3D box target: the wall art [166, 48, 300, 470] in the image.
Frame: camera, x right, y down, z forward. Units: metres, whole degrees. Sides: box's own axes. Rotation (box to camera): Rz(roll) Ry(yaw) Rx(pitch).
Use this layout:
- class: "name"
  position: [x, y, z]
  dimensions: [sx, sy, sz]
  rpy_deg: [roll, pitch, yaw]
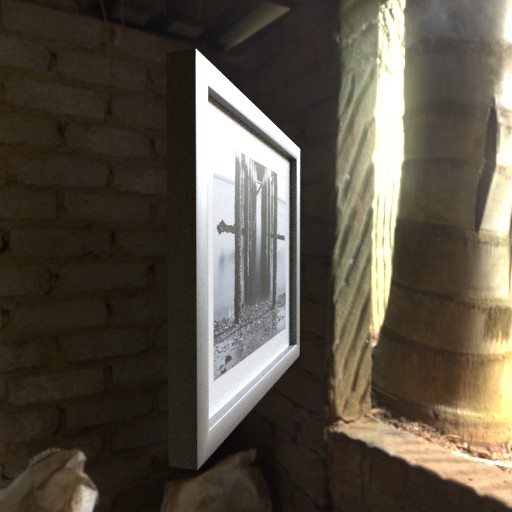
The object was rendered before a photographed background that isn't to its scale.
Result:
- class: "wall art"
  position: [0.000, 0.000, 0.531]
  dimensions: [0.028, 0.330, 0.380]
  rpy_deg: [0, 2, 18]
